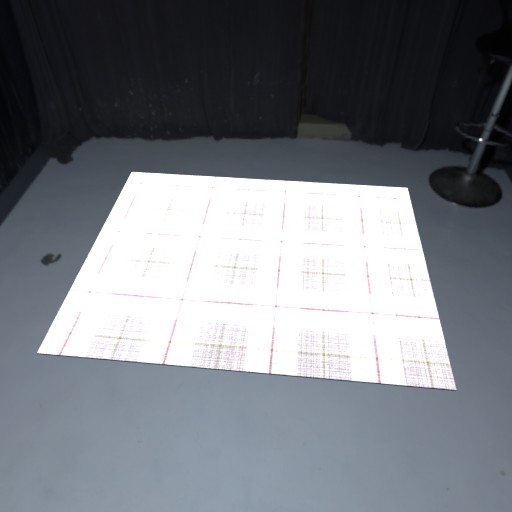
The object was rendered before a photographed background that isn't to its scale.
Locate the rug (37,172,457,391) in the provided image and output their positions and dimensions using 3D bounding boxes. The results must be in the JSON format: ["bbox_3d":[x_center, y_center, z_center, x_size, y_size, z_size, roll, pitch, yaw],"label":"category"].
[{"bbox_3d":[0.000,0.000,3.929,2.959,0.016,2.317,4,45,4],"label":"rug"}]
